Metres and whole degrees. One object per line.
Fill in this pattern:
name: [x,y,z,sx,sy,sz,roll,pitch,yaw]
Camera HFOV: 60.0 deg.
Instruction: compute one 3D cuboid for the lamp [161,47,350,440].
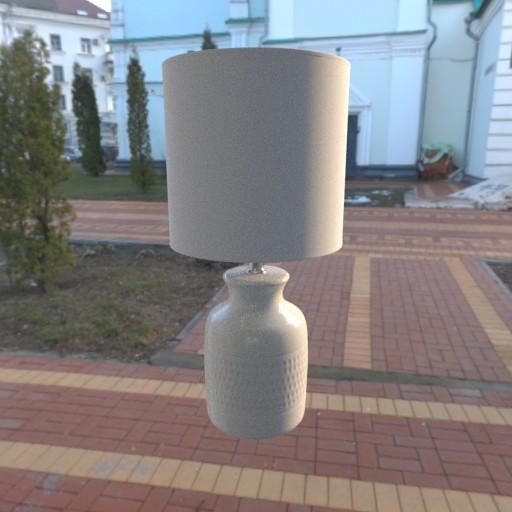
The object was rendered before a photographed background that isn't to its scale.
lamp: [0.000,0.000,0.495,0.188,0.392,0.188,7,15,26]
